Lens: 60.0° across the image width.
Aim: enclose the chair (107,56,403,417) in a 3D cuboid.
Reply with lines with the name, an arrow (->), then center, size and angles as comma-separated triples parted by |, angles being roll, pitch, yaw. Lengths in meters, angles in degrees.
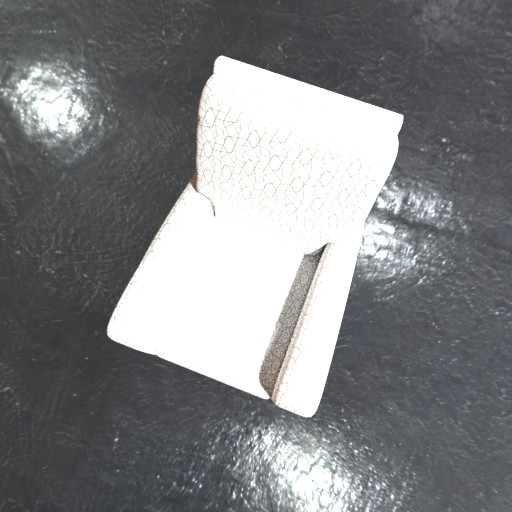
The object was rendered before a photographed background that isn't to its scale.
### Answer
chair -> 0.000, 0.000, 1.733 | 0.796, 1.064, 0.995 | 20, 76, 5
